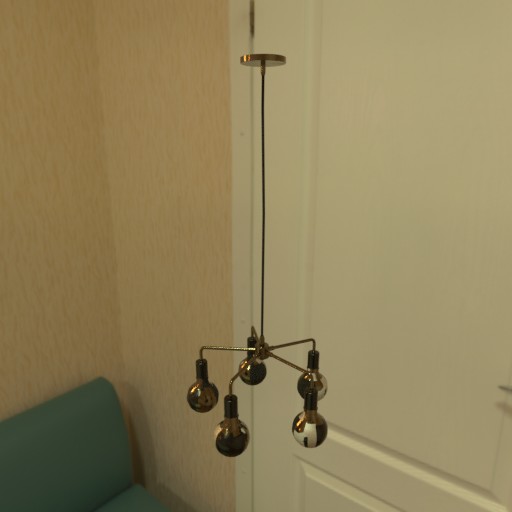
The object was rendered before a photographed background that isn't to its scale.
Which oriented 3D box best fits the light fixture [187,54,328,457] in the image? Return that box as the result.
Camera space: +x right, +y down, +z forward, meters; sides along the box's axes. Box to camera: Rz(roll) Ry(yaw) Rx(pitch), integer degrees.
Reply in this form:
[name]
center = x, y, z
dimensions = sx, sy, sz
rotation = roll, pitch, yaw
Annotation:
[light fixture]
center = 0.000, 0.000, 1.197
dimensions = 0.421, 0.988, 0.438
rotation = 2, 16, 8
